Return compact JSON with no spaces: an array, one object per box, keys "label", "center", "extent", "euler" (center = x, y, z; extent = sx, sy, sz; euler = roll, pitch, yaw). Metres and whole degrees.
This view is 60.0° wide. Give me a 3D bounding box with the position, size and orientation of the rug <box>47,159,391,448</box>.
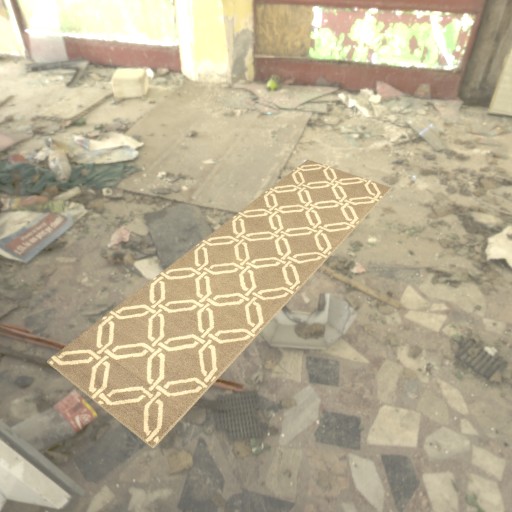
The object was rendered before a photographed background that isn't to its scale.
[{"label":"rug","center":[0.000,0.000,2.537],"extent":[0.678,0.014,2.276],"euler":[25,47,26]}]
